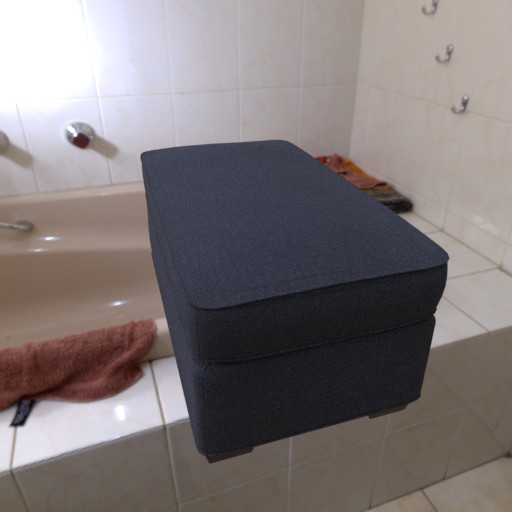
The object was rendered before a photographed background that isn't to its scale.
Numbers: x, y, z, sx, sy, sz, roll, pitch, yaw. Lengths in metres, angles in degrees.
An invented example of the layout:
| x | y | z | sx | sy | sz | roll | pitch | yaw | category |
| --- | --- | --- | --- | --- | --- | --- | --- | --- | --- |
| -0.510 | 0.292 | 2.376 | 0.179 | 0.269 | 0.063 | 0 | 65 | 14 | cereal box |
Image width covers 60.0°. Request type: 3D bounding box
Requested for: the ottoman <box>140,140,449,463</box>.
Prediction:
| x | y | z | sx | sy | sz | roll | pitch | yaw | category |
| --- | --- | --- | --- | --- | --- | --- | --- | --- | --- |
| 0.000 | 0.000 | 1.185 | 0.505 | 0.453 | 0.895 | -9 | 31 | -15 | ottoman |
